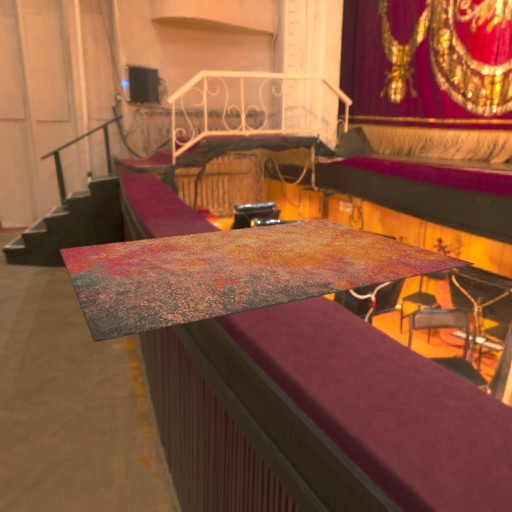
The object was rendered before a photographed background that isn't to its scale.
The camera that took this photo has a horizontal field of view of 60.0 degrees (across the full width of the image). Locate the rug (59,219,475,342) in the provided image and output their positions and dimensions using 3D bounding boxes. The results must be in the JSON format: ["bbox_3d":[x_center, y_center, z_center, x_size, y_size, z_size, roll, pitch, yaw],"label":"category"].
[{"bbox_3d":[0.000,0.000,3.726,2.896,0.013,2.007,-8,18,-26],"label":"rug"}]
